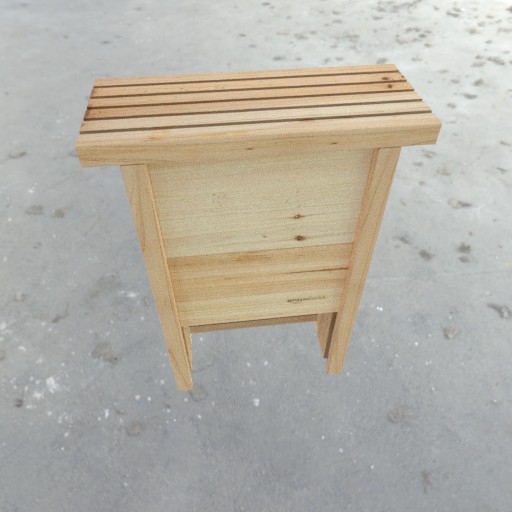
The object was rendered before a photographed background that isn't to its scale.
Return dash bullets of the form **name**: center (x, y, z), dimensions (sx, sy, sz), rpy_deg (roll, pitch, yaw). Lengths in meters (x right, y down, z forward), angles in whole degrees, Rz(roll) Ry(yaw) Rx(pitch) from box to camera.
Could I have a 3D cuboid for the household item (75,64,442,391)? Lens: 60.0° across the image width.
- **household item**: center (0.000, 0.000, 0.547), dimensions (0.301, 0.407, 0.123), rpy_deg (-5, 46, -5)
